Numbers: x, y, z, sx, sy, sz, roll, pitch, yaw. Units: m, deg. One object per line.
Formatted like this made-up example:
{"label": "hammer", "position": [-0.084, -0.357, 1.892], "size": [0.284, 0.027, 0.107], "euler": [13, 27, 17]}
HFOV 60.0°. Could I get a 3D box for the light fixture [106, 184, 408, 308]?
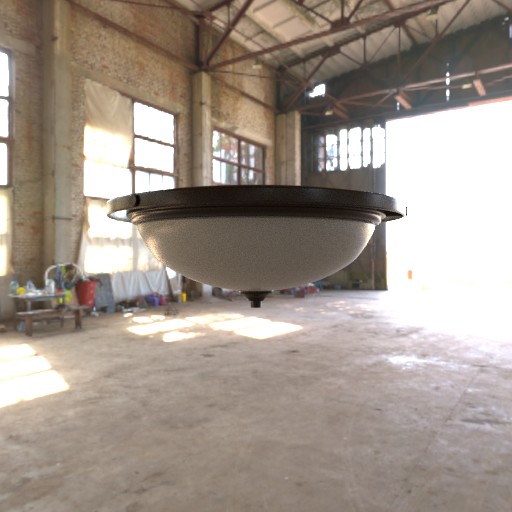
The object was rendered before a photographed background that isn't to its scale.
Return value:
{"label": "light fixture", "position": [0.000, 0.000, 0.564], "size": [0.361, 0.130, 0.361], "euler": [0, 0, 0]}
